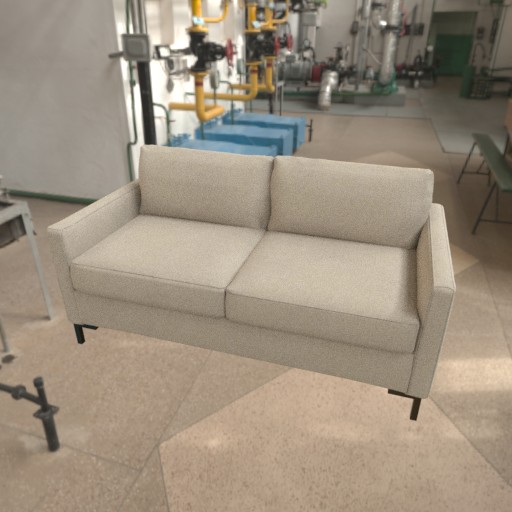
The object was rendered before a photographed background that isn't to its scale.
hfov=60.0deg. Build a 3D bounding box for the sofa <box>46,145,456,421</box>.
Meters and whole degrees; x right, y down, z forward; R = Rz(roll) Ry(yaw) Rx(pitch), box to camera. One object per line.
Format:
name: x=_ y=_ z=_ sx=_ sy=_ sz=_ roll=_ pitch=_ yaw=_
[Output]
sofa: x=0.000 y=0.000 z=2.123 sx=1.682 sy=0.840 sz=0.875 roll=8 pitch=29 yaw=16
